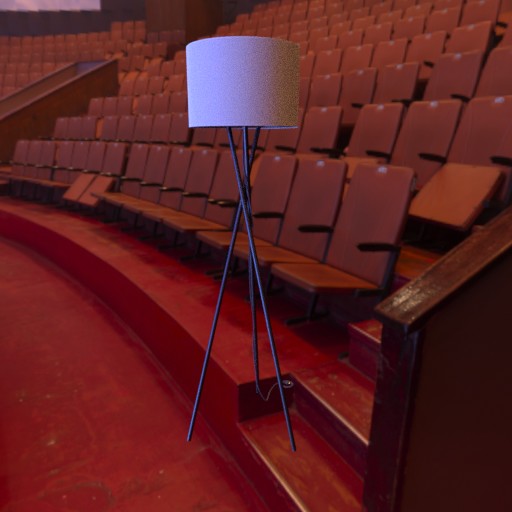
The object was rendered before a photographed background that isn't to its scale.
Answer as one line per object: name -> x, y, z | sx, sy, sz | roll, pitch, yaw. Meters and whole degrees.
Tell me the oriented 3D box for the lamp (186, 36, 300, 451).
lamp -> 0.000, 0.000, 1.885 | 0.667, 1.624, 0.522 | -7, 16, -25
